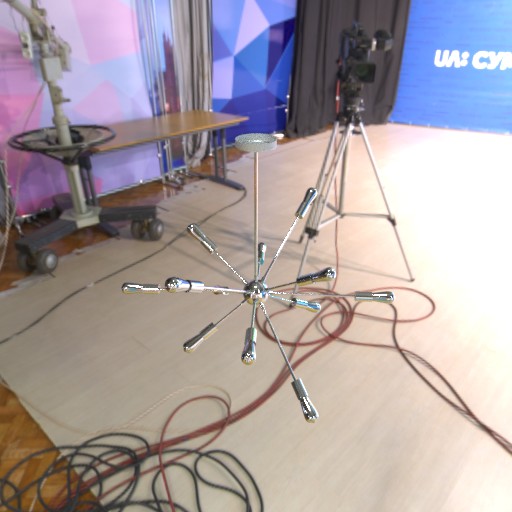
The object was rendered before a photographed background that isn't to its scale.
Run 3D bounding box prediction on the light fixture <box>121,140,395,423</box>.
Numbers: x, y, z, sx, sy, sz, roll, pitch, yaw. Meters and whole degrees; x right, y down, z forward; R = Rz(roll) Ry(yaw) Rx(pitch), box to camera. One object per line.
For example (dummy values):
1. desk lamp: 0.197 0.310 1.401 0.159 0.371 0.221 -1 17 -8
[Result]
1. light fixture: 0.000 0.000 1.055 0.684 0.558 0.509 2 30 3
